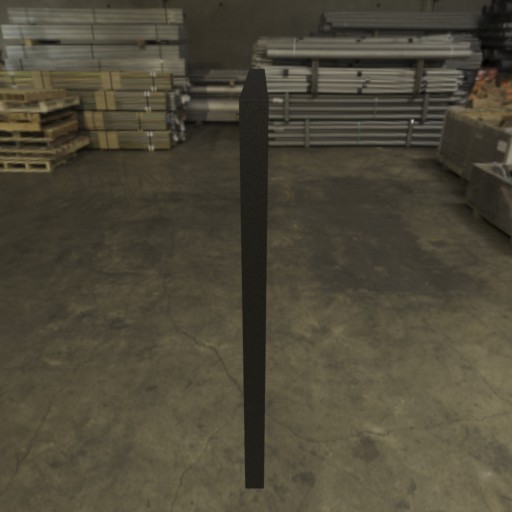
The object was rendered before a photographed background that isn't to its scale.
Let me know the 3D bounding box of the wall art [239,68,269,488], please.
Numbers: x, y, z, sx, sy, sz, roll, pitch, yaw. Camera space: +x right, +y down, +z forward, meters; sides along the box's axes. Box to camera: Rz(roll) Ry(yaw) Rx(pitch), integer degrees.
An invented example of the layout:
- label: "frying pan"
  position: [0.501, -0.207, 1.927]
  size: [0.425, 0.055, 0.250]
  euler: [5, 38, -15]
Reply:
- label: "wall art"
  position: [0.000, 0.000, 0.751]
  size: [0.029, 0.559, 0.457]
  euler: [0, 26, 0]
